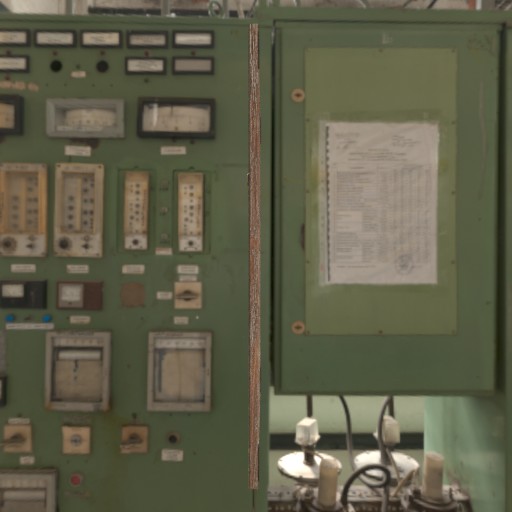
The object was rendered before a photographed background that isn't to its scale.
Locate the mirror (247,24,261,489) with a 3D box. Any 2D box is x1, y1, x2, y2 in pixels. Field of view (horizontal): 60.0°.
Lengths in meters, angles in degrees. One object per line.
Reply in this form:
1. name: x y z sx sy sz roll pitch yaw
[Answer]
1. mirror: 0.000 0.000 1.300 0.025 0.996 0.705 0 0 1
